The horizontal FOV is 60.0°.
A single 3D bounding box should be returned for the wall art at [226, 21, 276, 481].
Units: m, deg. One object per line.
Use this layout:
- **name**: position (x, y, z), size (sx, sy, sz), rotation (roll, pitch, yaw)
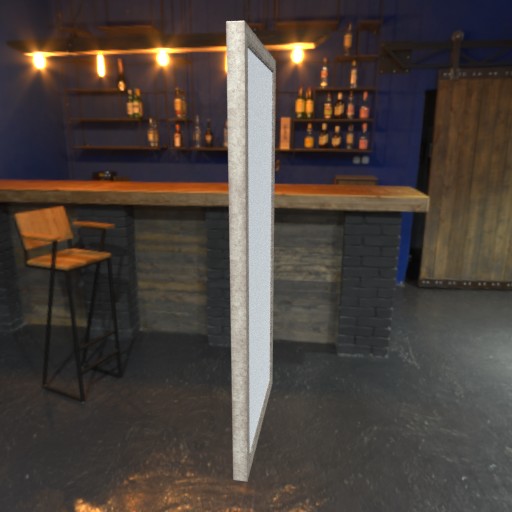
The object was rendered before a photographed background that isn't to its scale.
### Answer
- **wall art**: position (0.000, 0.000, 1.673), size (0.051, 1.461, 0.648), rotation (3, 15, 9)
